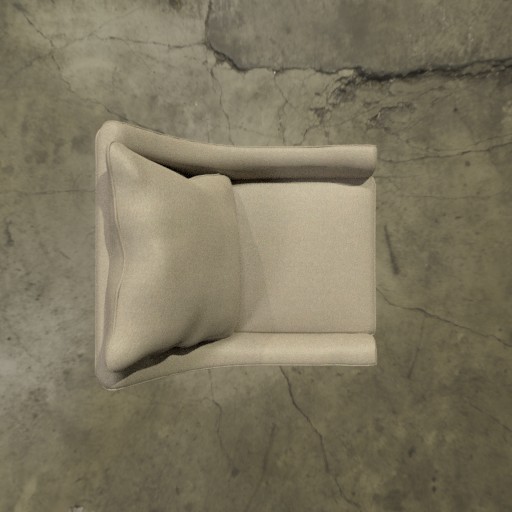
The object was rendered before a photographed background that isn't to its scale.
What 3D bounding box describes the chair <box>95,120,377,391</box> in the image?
[{"bbox_3d":[0.000,0.000,1.562,0.876,0.942,0.760,0,90,1],"label":"chair"}]
